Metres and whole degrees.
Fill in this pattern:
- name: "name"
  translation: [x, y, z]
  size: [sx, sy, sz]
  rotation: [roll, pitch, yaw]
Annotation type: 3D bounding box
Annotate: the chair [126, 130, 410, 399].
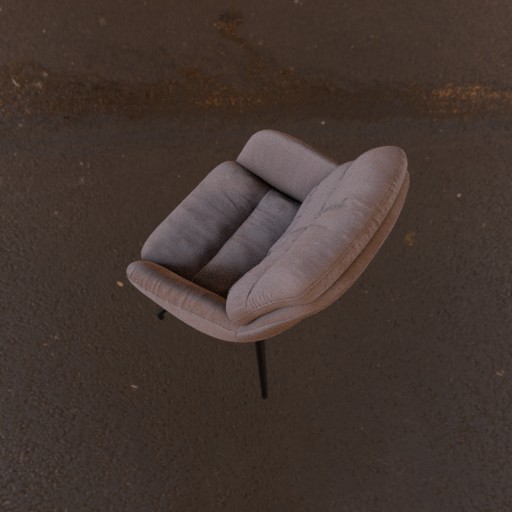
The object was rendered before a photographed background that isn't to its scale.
- name: "chair"
  translation: [0.000, 0.000, 1.246]
  size: [0.569, 0.888, 0.579]
  rotation: [34, 69, 15]
